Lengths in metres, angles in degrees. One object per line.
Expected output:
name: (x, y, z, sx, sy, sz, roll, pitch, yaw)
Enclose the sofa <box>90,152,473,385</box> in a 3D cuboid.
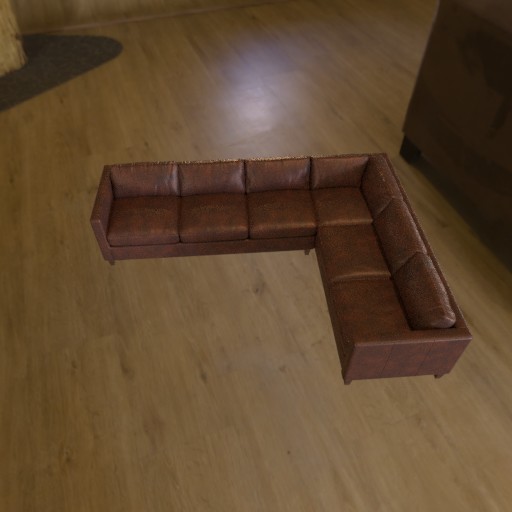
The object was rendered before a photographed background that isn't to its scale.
sofa: (0.000, 0.000, 4.305, 3.152, 0.836, 2.438, -3, 48, -3)
